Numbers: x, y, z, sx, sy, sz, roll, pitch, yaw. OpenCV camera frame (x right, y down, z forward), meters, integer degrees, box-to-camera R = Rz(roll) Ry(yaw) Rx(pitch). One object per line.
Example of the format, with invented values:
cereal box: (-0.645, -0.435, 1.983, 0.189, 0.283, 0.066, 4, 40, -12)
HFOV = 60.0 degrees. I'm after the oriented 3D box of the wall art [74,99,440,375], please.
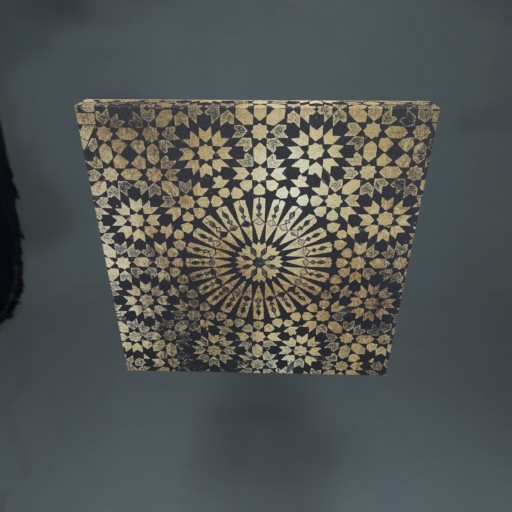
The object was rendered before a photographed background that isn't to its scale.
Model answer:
wall art: (0.000, 0.000, 0.608, 0.405, 0.405, 0.038, 1, 31, 1)
